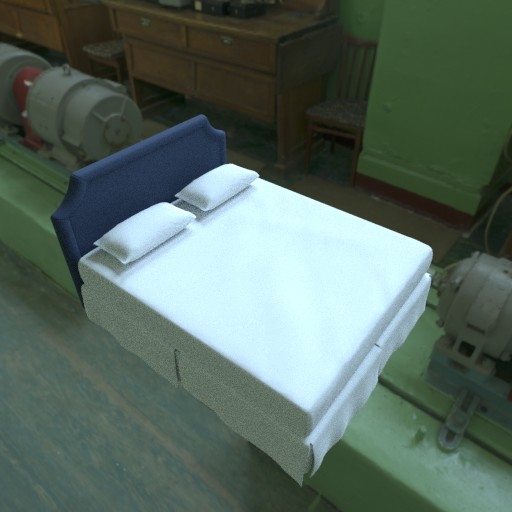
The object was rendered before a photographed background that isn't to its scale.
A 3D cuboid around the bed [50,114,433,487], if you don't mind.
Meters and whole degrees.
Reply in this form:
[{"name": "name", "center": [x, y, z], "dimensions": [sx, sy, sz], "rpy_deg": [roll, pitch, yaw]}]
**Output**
[{"name": "bed", "center": [0.000, 0.000, 4.087], "dimensions": [2.773, 1.488, 2.350], "rpy_deg": [27, 47, 28]}]
